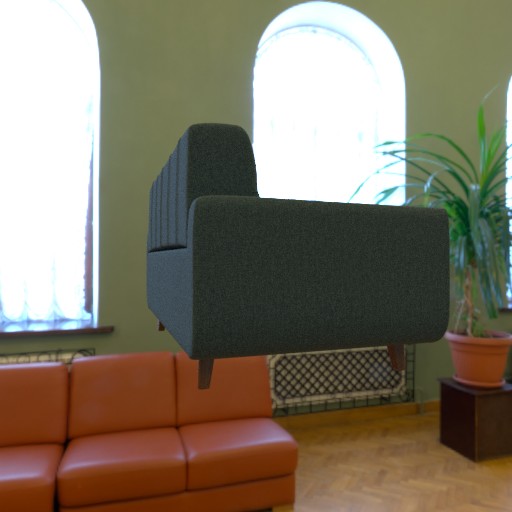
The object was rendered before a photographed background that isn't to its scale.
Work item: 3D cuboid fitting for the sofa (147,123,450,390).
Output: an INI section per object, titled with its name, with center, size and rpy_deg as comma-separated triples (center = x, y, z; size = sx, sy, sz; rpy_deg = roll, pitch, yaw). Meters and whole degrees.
[sofa]
center = 0.000, 0.000, 2.212
size = 0.942, 0.896, 1.651
rpy_deg = 0, 0, -19
